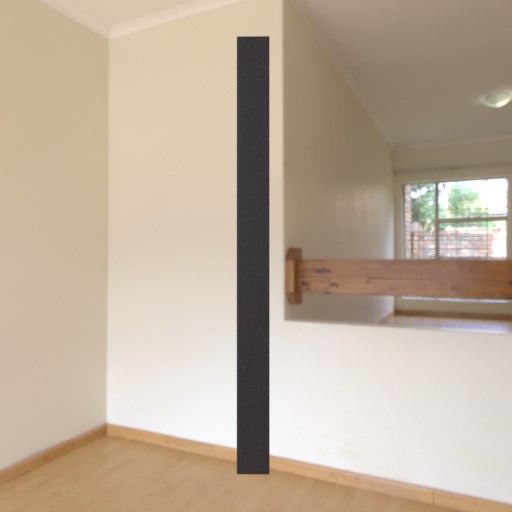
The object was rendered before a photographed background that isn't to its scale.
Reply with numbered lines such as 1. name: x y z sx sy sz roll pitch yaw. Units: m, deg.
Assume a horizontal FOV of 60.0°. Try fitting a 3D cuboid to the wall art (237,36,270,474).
1. wall art: 0.000 0.000 0.766 0.038 0.507 0.507 0 0 1
